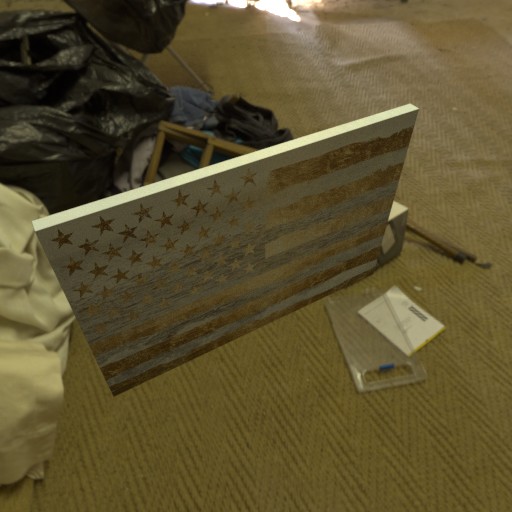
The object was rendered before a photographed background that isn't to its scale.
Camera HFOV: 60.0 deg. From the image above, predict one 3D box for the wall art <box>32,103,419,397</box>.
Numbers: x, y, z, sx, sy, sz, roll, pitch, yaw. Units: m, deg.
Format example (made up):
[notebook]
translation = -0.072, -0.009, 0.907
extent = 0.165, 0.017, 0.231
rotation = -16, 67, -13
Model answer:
[wall art]
translation = 0.000, 0.000, 1.458
extent = 1.145, 0.762, 0.041
rotation = -22, 49, -20
